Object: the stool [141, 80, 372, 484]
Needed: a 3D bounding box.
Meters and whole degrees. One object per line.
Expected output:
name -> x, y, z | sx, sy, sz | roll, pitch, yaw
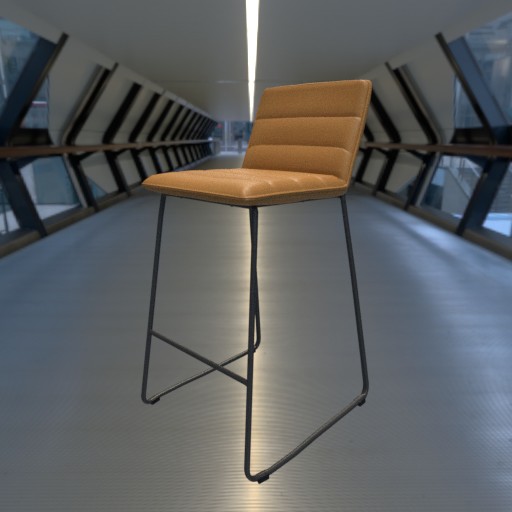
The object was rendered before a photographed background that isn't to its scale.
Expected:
stool -> 0.000, 0.000, 1.236 | 0.489, 0.936, 0.524 | 15, 21, 42
